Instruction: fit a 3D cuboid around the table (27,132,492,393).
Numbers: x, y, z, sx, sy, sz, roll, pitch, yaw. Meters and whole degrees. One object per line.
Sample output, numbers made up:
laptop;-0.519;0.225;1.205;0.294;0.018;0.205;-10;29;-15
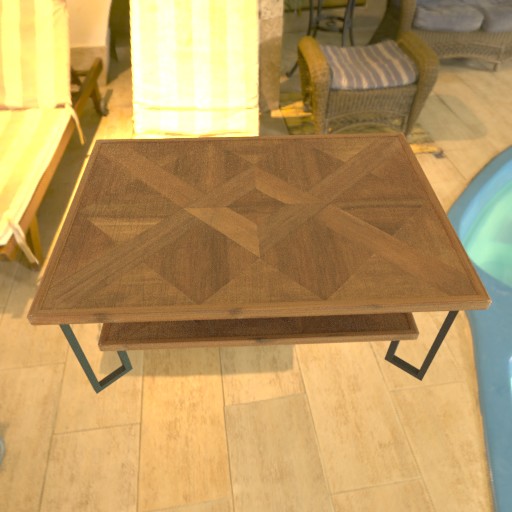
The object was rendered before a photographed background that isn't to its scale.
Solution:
table;0.000;0.000;1.654;1.238;0.492;0.877;-2;46;-2
